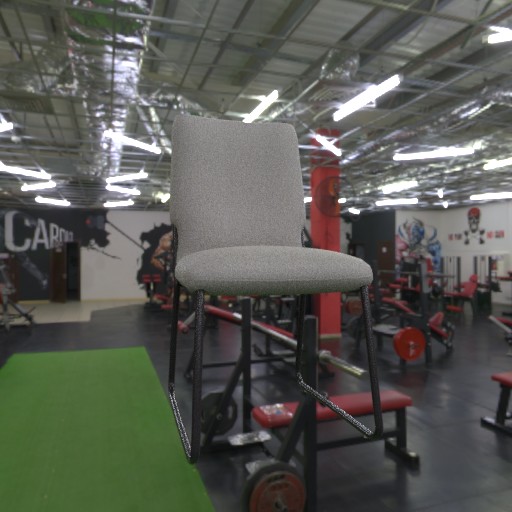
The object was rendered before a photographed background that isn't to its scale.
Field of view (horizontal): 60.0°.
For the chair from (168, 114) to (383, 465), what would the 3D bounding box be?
[{"bbox_3d":[0.000,0.000,1.198,0.448,0.864,0.560,0,1,-16],"label":"chair"}]
